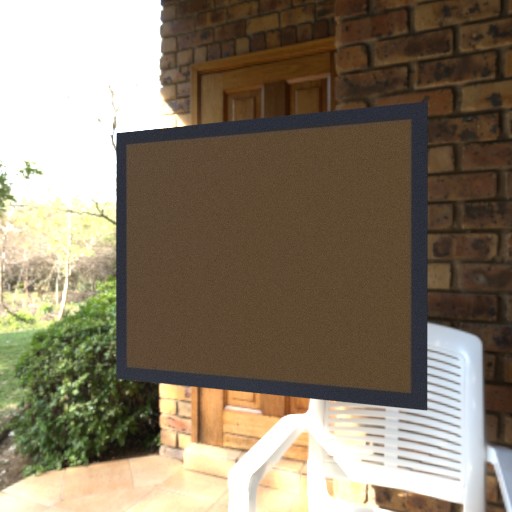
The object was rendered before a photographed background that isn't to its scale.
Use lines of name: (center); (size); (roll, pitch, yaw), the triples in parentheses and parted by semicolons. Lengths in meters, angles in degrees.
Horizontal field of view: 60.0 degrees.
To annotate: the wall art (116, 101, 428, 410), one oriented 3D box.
wall art: (0.000, 0.000, 0.914); (0.660, 0.558, 0.026); (0, 0, 18)
